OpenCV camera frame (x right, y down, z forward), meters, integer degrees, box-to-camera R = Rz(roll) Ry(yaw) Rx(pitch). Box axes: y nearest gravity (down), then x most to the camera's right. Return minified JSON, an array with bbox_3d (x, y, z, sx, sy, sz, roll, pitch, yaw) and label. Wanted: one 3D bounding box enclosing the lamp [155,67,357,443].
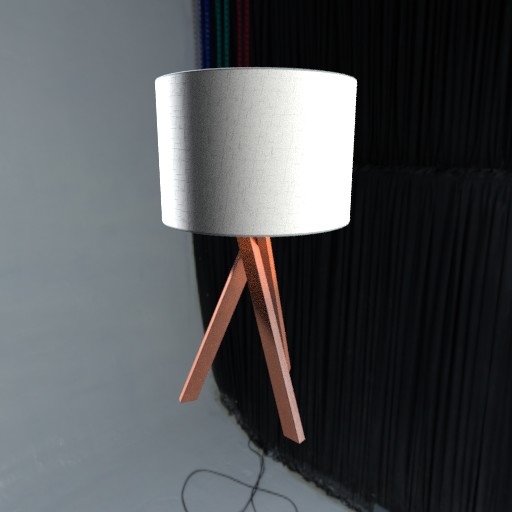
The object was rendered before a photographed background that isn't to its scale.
[{"bbox_3d":[0.000,0.000,0.940,0.380,0.686,0.380,14,20,43],"label":"lamp"}]
